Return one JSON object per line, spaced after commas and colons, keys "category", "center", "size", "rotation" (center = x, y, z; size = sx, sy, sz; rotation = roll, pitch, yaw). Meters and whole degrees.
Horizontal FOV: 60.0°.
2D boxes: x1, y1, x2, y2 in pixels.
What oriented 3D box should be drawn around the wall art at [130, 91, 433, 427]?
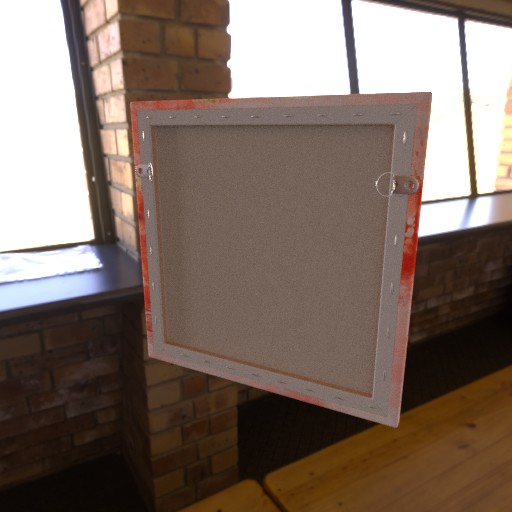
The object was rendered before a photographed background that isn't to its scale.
{"category": "wall art", "center": [0.000, 0.000, 1.299], "size": [0.878, 0.878, 0.066], "rotation": [8, 18, 26]}
